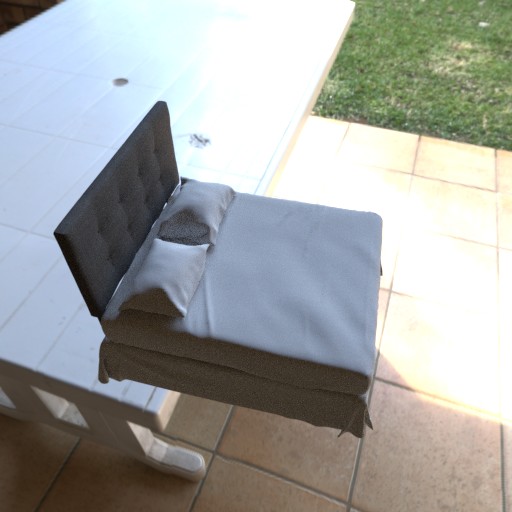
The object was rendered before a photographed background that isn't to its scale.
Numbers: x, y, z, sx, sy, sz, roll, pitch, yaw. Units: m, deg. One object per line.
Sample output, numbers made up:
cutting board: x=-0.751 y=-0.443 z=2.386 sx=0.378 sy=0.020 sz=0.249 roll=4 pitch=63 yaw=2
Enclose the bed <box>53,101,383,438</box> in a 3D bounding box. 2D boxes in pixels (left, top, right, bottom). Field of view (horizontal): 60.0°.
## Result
bed: x=0.000 y=0.000 z=3.512 sx=2.222 sy=1.577 sz=1.936 roll=10 pitch=48 yaw=9
